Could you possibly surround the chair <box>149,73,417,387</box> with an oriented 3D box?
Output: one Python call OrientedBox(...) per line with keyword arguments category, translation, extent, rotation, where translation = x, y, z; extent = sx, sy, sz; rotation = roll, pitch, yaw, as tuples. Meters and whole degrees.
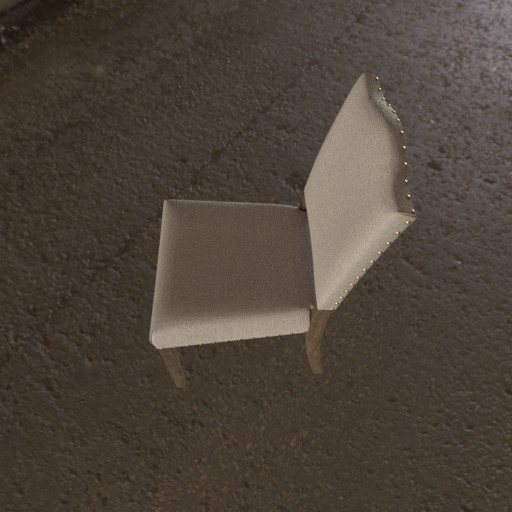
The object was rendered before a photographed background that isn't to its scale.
OrientedBox(category="chair", translation=(0.000, 0.000, 1.350), extent=(0.620, 1.020, 0.508), rotation=(-1, 58, -1))
